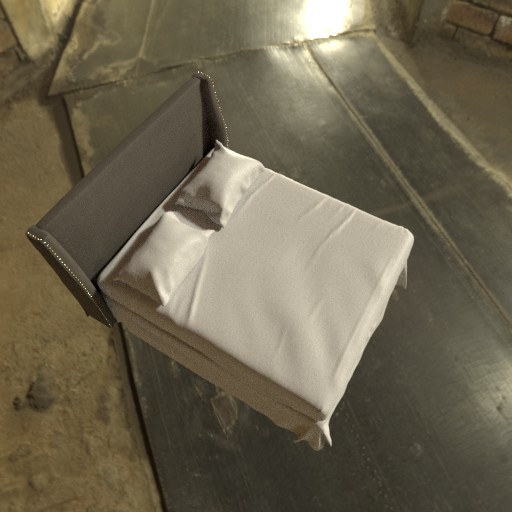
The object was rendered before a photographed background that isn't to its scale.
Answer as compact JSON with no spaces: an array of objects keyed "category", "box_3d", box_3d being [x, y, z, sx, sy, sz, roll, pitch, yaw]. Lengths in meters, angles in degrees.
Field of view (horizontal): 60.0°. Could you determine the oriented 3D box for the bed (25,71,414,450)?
[{"category":"bed","box_3d":[0.000,0.000,3.441,2.276,1.332,1.925,27,62,16]}]
